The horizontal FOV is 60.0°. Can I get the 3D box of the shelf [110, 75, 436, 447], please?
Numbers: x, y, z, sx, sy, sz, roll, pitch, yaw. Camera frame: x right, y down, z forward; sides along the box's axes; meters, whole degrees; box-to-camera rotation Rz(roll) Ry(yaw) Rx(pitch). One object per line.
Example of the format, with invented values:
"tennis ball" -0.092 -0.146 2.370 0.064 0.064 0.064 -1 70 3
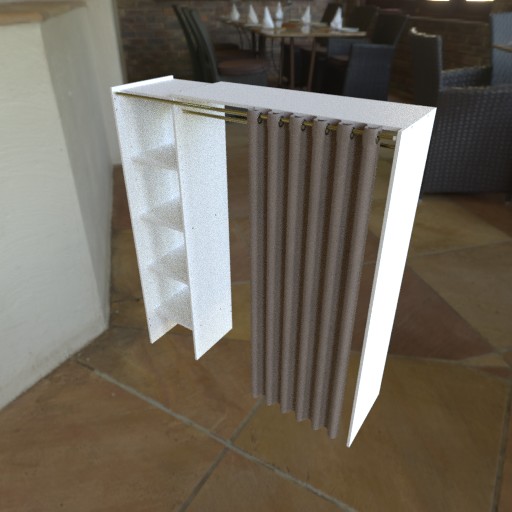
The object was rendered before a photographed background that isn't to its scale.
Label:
"shelf" 0.000 0.000 2.639 1.600 1.820 0.500 19 36 29
